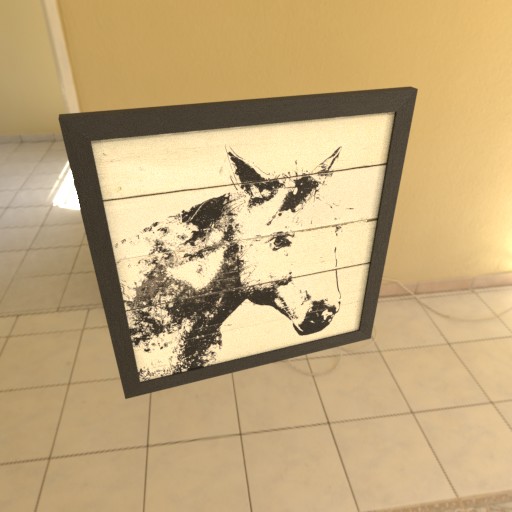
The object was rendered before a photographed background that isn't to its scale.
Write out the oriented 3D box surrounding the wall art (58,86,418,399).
[{"bbox_3d":[0.000,0.000,1.492,1.016,1.016,0.038,-10,34,-15],"label":"wall art"}]
